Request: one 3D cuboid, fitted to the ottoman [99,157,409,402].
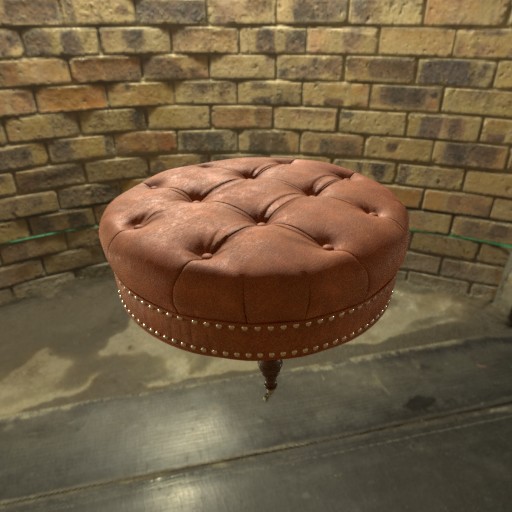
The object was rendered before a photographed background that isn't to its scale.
[{"bbox_3d":[0.000,0.000,1.392,0.901,0.444,0.901,0,29,0],"label":"ottoman"}]
